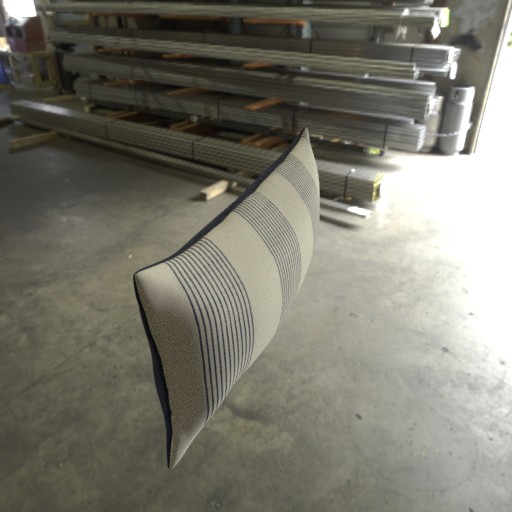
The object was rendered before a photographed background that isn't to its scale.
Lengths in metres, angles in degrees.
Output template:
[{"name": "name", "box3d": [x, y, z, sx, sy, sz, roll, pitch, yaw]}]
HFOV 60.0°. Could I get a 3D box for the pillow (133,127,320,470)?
[{"name": "pillow", "box3d": [0.000, 0.000, 0.725, 0.151, 0.287, 0.610, 11, 32, 18]}]
